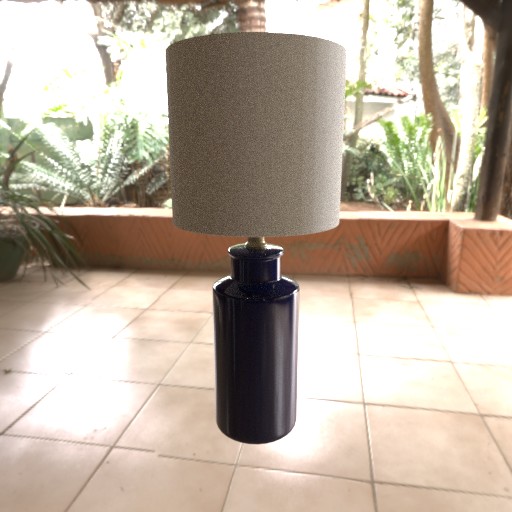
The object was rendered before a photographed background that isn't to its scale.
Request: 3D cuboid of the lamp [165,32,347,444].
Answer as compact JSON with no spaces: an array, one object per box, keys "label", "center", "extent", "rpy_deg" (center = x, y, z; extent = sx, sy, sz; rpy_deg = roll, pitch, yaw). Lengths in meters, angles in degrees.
[{"label":"lamp","center":[0.000,0.000,0.585],"extent":[0.212,0.493,0.212],"rpy_deg":[2,14,9]}]
